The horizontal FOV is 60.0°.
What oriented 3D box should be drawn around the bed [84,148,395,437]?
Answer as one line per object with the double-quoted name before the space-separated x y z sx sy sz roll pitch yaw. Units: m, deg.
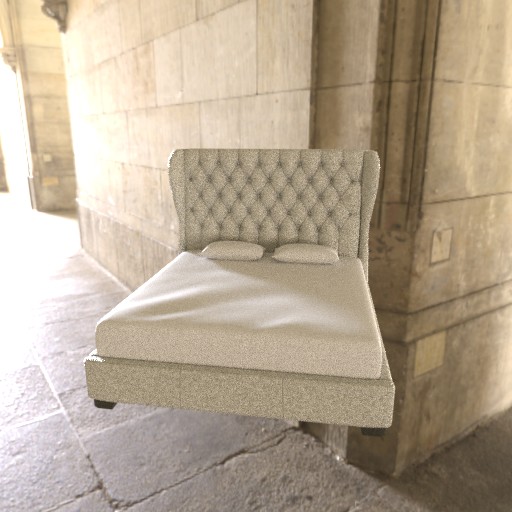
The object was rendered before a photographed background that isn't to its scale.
"bed" 0.000 0.000 3.924 2.219 1.771 2.347 2 16 9
